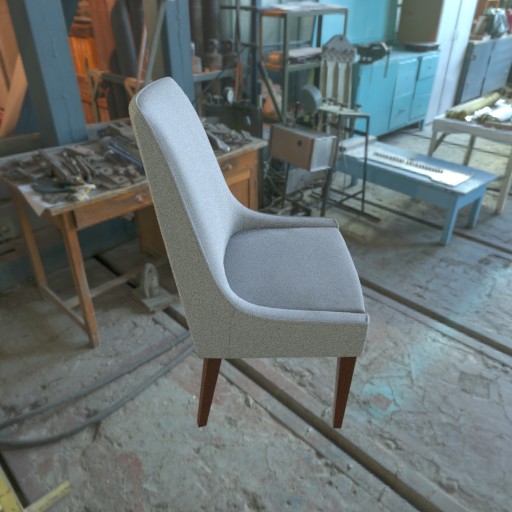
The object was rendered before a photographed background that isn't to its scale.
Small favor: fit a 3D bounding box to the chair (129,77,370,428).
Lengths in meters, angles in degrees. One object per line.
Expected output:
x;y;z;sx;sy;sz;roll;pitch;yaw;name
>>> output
0.000;0.000;1.203;0.544;0.861;0.529;0;32;0;chair
